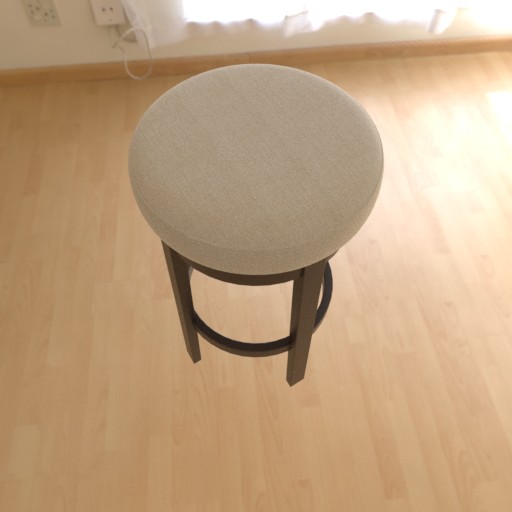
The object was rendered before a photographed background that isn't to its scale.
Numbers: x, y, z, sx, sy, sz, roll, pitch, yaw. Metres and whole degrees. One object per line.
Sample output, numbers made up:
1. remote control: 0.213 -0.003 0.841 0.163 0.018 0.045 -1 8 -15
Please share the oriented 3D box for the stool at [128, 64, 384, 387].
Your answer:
1. stool: 0.000 0.000 1.031 0.446 0.758 0.446 0 58 0
